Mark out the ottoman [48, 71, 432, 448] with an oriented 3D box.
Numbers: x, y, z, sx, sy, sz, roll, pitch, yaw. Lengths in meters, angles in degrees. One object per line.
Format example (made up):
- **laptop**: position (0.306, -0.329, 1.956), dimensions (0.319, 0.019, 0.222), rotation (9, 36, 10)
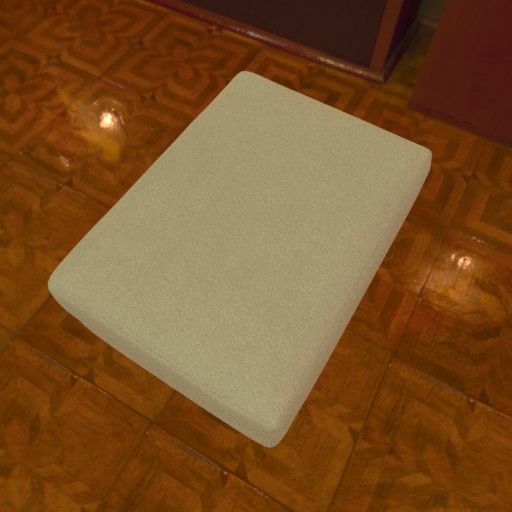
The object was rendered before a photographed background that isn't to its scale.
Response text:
- **ottoman**: position (0.000, 0.000, 1.146), dimensions (0.569, 0.499, 0.773), rotation (29, 65, 15)
